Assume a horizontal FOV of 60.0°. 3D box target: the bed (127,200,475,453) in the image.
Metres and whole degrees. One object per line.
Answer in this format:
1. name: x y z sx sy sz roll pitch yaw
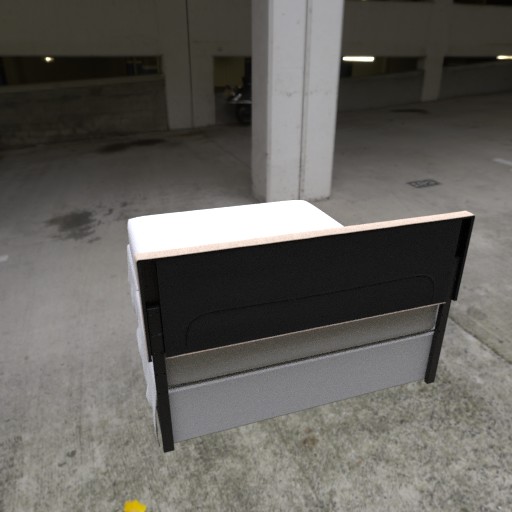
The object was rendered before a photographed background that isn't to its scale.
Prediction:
1. bed: 0.000 0.000 2.889 1.616 1.016 1.876 -8 26 -17
